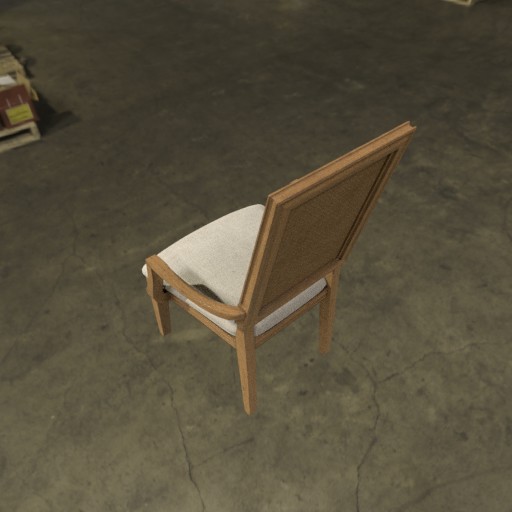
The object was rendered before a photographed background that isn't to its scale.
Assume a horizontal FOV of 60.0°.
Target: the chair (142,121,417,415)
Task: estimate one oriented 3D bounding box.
[{"bbox_3d":[0.000,0.000,1.382,0.606,0.990,0.602,-31,53,-28],"label":"chair"}]
